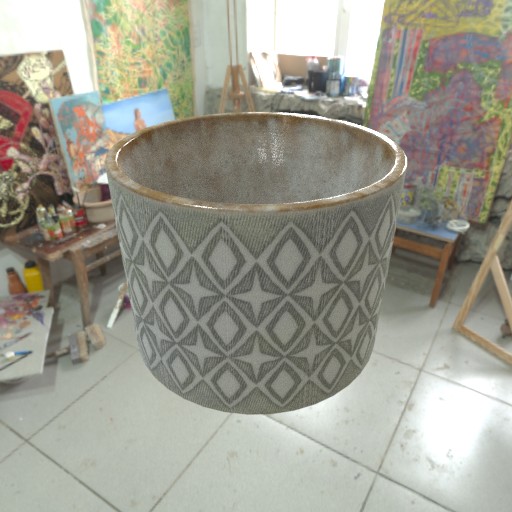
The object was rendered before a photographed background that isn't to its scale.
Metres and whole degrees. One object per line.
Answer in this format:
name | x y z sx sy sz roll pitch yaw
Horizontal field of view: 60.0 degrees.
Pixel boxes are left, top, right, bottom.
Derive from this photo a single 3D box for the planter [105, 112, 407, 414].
planter | 0.000 0.000 0.445 0.255 0.223 0.255 0 31 0
